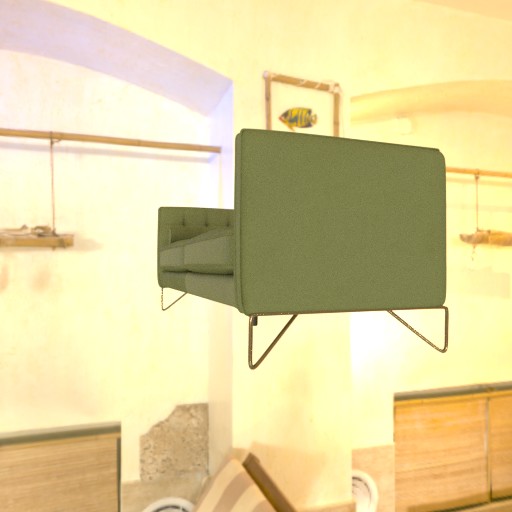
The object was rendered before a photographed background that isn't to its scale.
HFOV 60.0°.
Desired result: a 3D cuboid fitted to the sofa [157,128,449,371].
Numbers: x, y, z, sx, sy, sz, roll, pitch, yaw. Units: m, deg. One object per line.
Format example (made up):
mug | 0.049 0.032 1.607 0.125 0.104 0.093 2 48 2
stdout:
sofa | 0.000 0.000 2.510 0.867 0.789 2.087 1 -1 -20
